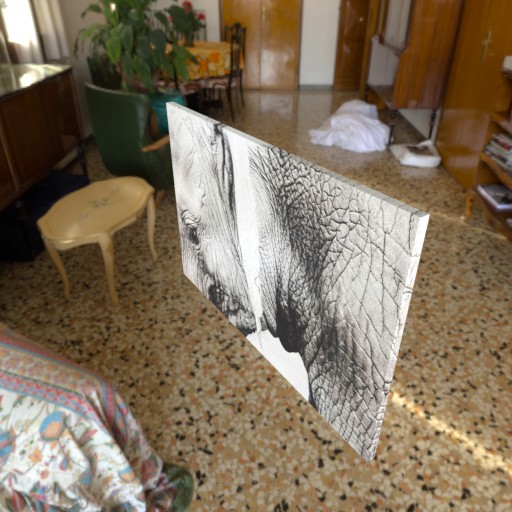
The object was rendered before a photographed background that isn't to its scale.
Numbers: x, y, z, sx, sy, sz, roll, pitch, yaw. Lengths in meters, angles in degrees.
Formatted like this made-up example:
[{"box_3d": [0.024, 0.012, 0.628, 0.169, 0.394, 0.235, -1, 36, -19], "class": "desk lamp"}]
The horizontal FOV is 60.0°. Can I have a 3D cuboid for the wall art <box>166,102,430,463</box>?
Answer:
[{"box_3d": [0.000, 0.000, 1.152, 0.023, 0.607, 0.914, -20, 37, -29], "class": "wall art"}]
